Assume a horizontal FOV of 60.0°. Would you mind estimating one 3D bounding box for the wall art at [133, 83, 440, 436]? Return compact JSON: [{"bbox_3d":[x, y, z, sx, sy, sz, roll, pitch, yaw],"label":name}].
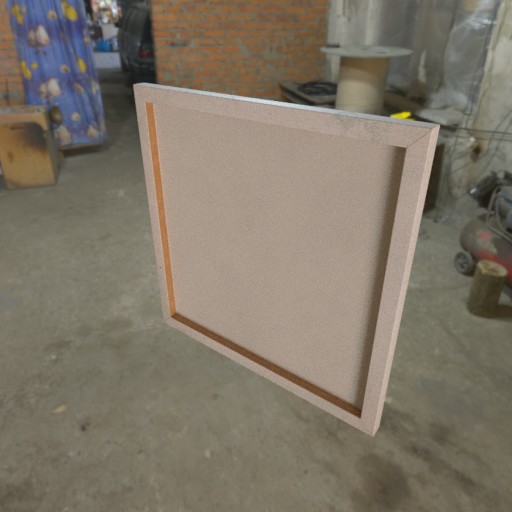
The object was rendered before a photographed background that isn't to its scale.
[{"bbox_3d":[0.000,0.000,1.131,0.762,0.762,0.038,21,36,32],"label":"wall art"}]
